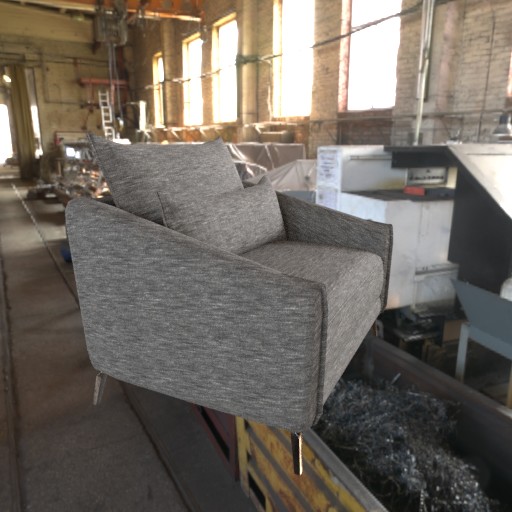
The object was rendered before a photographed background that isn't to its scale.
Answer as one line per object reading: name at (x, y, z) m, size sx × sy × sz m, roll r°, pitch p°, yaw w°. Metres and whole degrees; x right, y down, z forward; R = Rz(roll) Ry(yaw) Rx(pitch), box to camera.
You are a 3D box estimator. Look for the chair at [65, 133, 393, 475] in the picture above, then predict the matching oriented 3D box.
chair at (0.000, 0.000, 1.578) m, size 0.805 × 0.842 × 1.004 m, roll 7°, pitch 16°, yaw 26°
